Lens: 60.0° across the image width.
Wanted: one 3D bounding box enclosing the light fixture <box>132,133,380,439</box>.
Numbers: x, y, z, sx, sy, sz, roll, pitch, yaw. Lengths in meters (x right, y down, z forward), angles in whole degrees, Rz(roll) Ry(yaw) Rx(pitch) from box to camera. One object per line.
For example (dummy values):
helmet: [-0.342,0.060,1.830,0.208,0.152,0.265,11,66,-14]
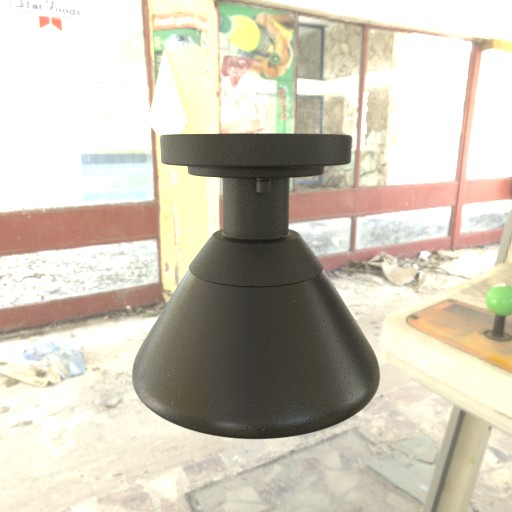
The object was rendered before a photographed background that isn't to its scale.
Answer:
light fixture: [0.000,0.000,0.349,0.200,0.183,0.200,0,14,0]
